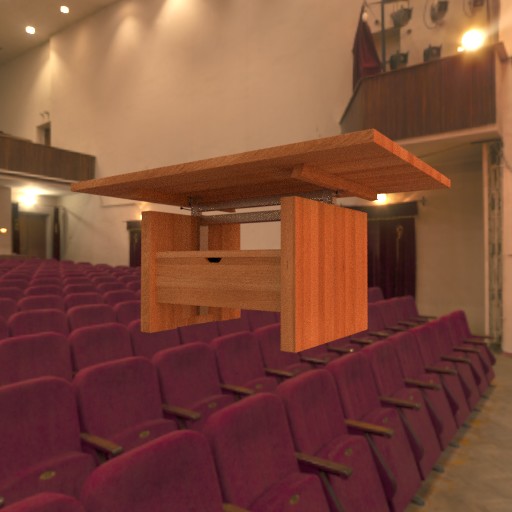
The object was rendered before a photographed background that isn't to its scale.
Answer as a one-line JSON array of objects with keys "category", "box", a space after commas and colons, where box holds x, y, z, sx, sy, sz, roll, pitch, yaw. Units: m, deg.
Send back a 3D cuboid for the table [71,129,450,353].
[{"category": "table", "box": [0.000, 0.000, 1.516, 1.100, 0.510, 0.700, -1, -1, 36]}]
